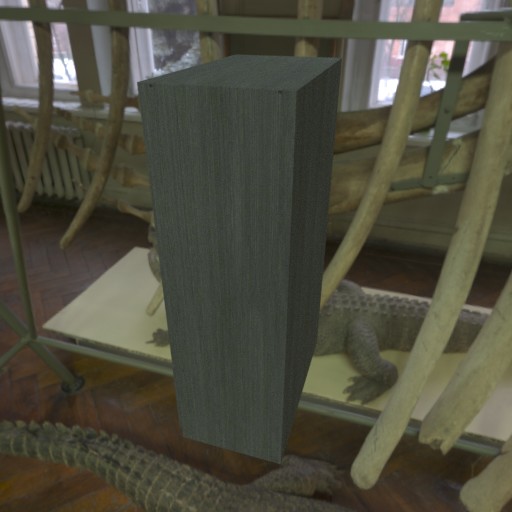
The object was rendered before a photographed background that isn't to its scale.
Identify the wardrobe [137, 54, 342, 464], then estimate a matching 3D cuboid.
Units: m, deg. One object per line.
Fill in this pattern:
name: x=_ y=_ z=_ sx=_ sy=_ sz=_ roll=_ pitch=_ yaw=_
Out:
wardrobe: x=0.000 y=0.000 z=2.297 sx=0.577 sy=1.808 sz=0.991 roll=9 pitch=31 yaw=15
